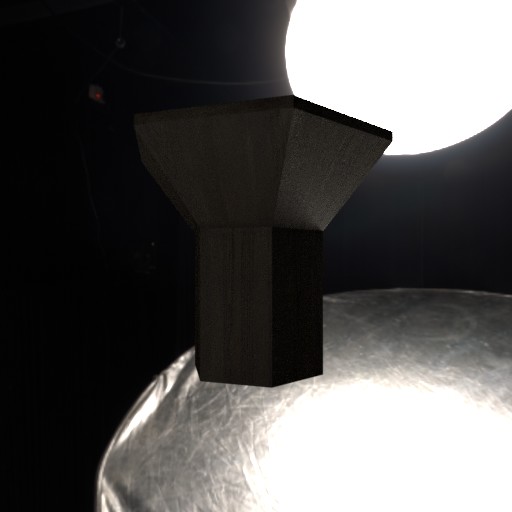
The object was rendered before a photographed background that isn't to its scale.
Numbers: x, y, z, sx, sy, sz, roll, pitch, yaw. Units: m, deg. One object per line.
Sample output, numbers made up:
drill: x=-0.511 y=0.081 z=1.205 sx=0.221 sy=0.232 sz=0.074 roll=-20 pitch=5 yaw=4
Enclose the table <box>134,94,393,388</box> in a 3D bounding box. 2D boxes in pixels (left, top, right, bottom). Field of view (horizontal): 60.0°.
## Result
table: x=0.000 y=0.000 z=1.149 sx=0.683 sy=0.586 sz=0.592 roll=0 pitch=-1 yaw=18
